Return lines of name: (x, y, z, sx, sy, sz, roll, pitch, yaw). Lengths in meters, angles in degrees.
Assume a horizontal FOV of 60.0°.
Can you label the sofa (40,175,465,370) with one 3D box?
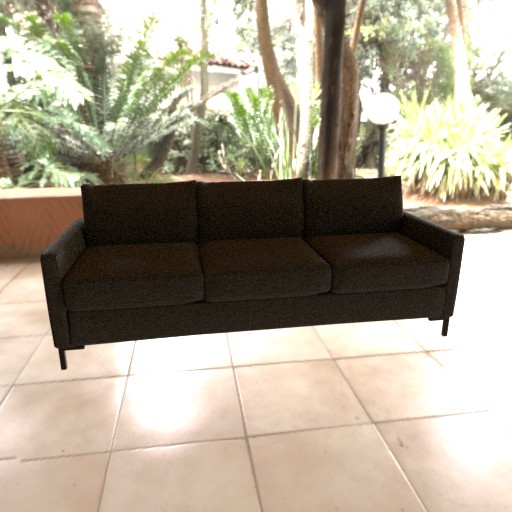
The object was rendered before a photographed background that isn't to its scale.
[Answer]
sofa: (0.000, 0.000, 2.708, 2.253, 0.879, 0.876, -3, 18, -9)
